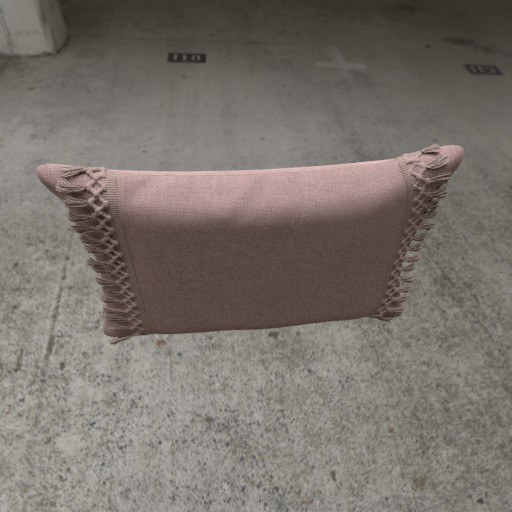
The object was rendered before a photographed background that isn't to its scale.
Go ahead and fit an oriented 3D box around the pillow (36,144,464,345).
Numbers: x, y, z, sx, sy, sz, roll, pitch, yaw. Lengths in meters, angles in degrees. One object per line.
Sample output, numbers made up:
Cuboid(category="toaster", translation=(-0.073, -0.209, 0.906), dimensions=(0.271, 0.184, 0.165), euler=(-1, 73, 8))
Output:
Cuboid(category="pillow", translation=(0.000, 0.000, 0.580), dimensions=(0.466, 0.305, 0.084), euler=(-3, 45, -3))
